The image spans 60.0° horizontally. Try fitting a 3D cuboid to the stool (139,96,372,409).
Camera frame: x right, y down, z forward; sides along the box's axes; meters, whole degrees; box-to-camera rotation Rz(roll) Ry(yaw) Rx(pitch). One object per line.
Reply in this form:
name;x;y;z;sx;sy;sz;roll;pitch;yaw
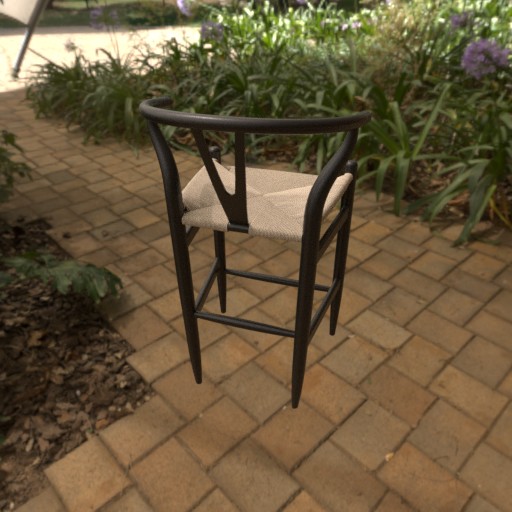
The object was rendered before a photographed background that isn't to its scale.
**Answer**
stool;0.000;0.000;1.350;0.569;0.970;0.579;9;33;15
